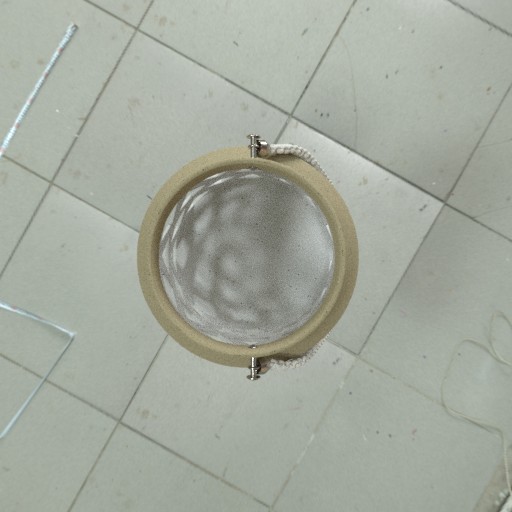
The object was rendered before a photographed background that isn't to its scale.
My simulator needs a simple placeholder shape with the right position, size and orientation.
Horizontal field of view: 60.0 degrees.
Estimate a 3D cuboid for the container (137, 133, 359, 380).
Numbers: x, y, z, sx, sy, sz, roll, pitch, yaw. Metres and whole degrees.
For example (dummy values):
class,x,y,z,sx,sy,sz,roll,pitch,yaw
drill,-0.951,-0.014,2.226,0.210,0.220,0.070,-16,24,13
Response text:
class,x,y,z,sx,sy,sz,roll,pitch,yaw
container,0.000,0.000,0.352,0.172,0.229,0.163,0,91,1
